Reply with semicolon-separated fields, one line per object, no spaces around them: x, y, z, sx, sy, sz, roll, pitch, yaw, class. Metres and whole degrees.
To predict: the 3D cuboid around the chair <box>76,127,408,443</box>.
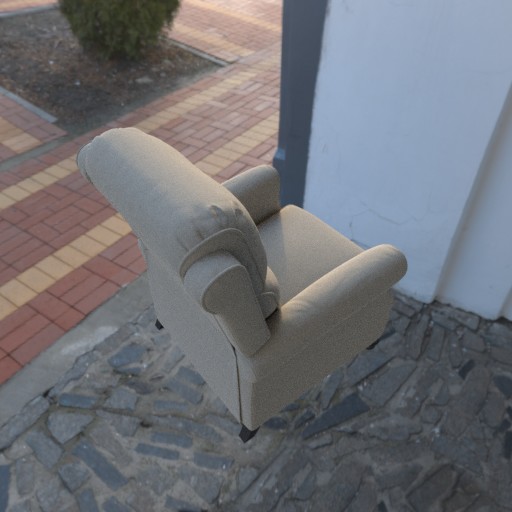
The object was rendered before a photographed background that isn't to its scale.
0.000;0.000;1.706;0.919;1.046;0.859;-27;48;-27;chair
